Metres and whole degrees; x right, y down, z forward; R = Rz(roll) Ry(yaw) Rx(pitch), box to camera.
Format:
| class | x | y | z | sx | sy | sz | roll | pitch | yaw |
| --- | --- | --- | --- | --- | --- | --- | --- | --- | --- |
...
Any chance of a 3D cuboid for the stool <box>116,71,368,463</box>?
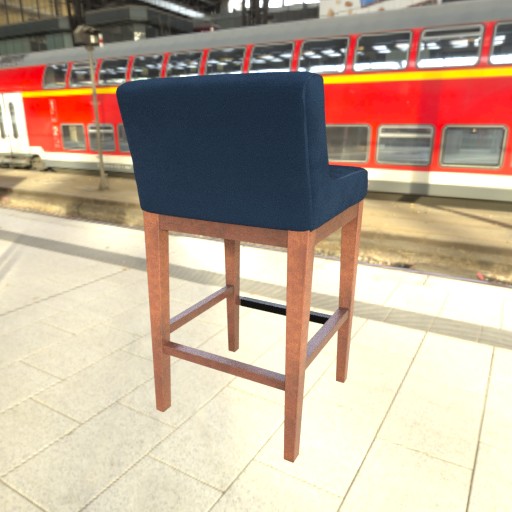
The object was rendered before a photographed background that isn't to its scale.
| class | x | y | z | sx | sy | sz | roll | pitch | yaw |
| --- | --- | --- | --- | --- | --- | --- | --- | --- | --- |
| stool | 0.000 | 0.000 | 1.285 | 0.511 | 0.945 | 0.516 | 9 | 19 | 27 |
